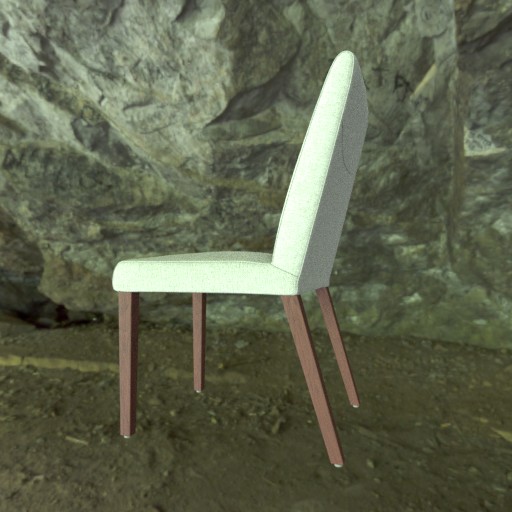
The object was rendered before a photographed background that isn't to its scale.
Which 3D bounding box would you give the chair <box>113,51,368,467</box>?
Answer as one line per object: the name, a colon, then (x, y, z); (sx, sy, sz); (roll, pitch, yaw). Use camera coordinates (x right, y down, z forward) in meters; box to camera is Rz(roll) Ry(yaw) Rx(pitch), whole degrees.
chair: (0.000, 0.000, 1.222); (0.594, 0.900, 0.480); (0, -1, 18)
